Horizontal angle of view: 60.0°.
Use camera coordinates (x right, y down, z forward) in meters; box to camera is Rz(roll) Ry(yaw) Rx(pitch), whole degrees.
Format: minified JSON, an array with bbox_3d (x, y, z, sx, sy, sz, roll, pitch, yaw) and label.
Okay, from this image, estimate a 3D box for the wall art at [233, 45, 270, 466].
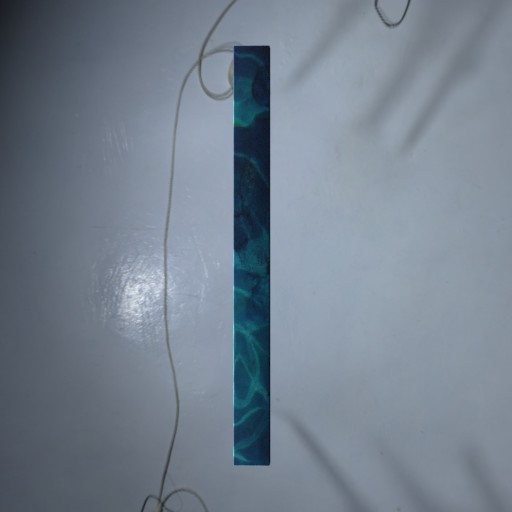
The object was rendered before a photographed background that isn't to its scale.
[{"bbox_3d":[0.000,0.000,0.709,0.038,0.508,0.432,0,90,1],"label":"wall art"}]
